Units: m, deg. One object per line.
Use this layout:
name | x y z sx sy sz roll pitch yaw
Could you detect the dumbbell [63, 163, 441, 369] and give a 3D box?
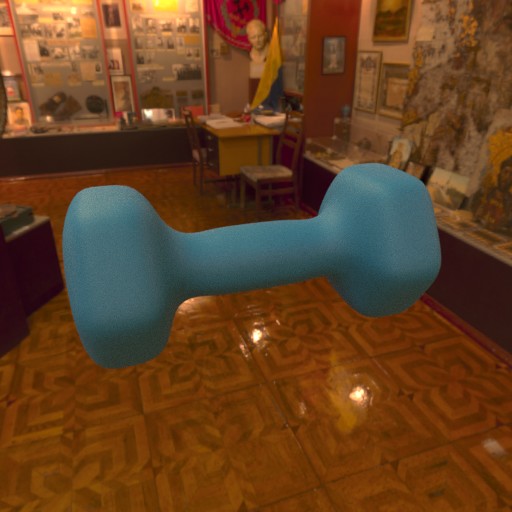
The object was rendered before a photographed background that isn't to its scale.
dumbbell | 0.000 0.000 0.192 0.152 0.066 0.074 -8 27 -15
